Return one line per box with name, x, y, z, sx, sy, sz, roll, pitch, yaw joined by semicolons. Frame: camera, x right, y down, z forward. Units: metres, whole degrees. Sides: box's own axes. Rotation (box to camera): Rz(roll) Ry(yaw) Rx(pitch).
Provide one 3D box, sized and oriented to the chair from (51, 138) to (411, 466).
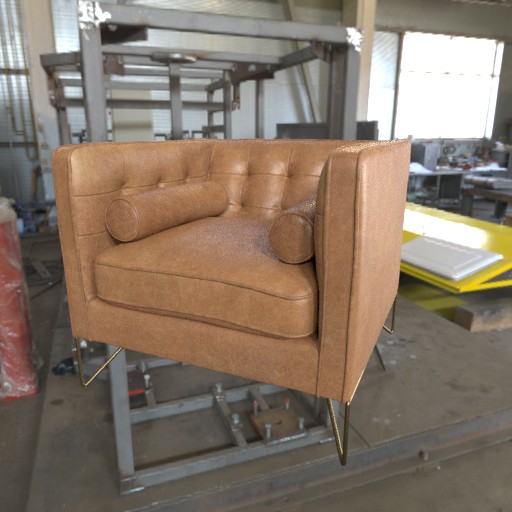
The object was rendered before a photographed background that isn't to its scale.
chair;0.000;0.000;1.572;0.920;0.797;0.912;7;17;23
